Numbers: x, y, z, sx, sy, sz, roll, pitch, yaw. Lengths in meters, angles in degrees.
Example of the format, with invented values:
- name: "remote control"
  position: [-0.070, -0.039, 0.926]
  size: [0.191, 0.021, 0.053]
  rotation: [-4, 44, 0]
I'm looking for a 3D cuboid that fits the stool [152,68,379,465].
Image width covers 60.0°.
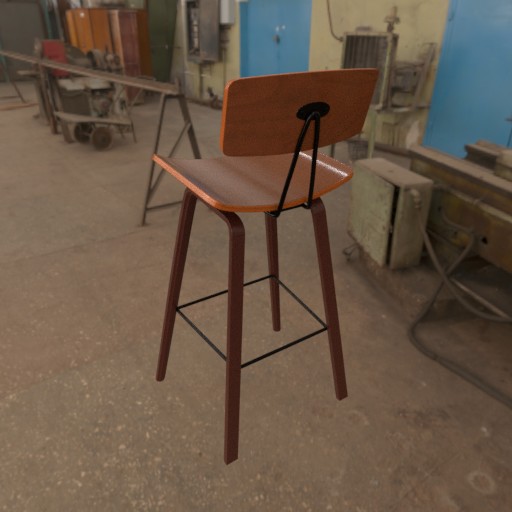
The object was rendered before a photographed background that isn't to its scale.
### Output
- name: "stool"
  position: [0.000, 0.000, 1.210]
  size: [0.509, 0.969, 0.440]
  rotation: [-17, 32, -29]
